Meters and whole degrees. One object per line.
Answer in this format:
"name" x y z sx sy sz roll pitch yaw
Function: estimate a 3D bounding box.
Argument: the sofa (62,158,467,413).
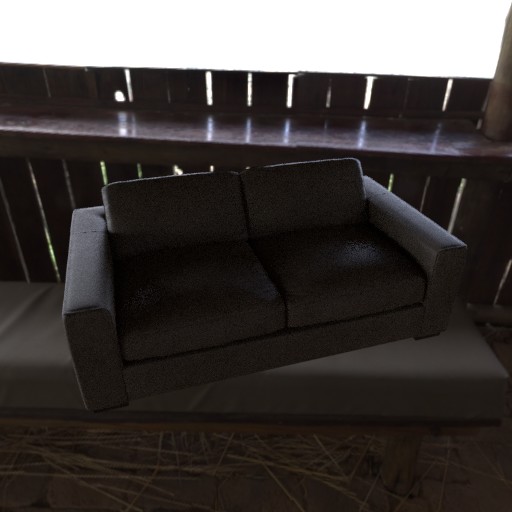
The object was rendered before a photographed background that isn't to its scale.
"sofa" 0.000 0.000 2.464 1.920 0.800 1.070 -9 32 -14
